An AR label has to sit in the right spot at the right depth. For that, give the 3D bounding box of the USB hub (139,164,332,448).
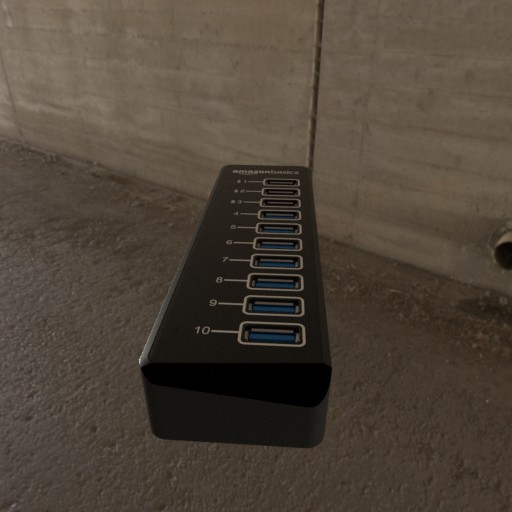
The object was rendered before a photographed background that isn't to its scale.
[{"bbox_3d":[0.000,0.000,0.165,0.044,0.023,0.145,2,30,4],"label":"USB hub"}]
